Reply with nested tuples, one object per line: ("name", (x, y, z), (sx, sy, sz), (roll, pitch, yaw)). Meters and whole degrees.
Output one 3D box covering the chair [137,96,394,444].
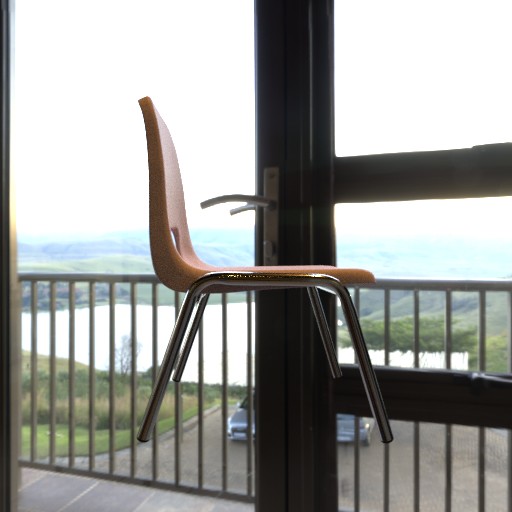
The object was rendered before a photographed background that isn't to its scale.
("chair", (0.000, 0.000, 0.799), (0.385, 0.536, 0.354), (0, 0, -1))
